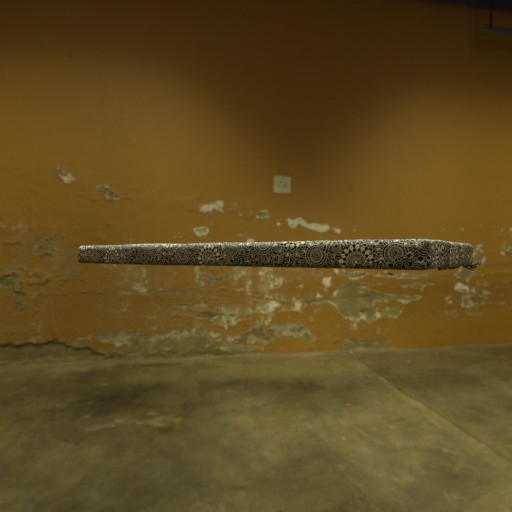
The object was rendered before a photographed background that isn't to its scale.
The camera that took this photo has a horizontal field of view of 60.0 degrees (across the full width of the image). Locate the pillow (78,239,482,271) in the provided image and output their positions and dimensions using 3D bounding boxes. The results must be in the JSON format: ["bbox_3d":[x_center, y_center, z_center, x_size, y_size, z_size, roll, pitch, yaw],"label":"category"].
[{"bbox_3d":[0.000,0.000,1.352,1.187,0.081,0.492,0,0,36],"label":"pillow"}]
